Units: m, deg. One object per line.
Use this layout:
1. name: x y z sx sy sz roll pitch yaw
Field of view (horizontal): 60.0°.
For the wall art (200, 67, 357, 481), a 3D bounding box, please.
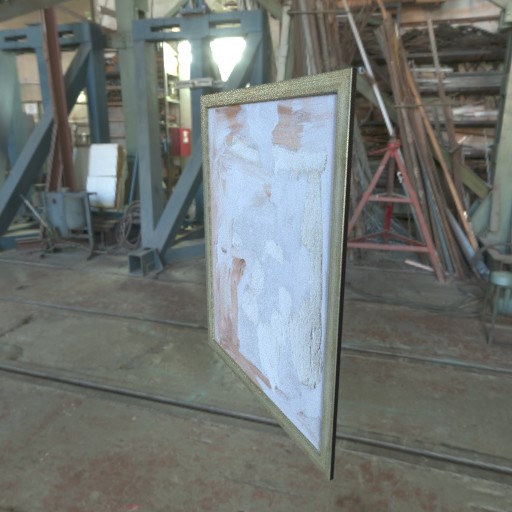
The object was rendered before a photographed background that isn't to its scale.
1. wall art: 0.000 0.000 0.777 0.009 0.559 0.483 -8 18 -26
